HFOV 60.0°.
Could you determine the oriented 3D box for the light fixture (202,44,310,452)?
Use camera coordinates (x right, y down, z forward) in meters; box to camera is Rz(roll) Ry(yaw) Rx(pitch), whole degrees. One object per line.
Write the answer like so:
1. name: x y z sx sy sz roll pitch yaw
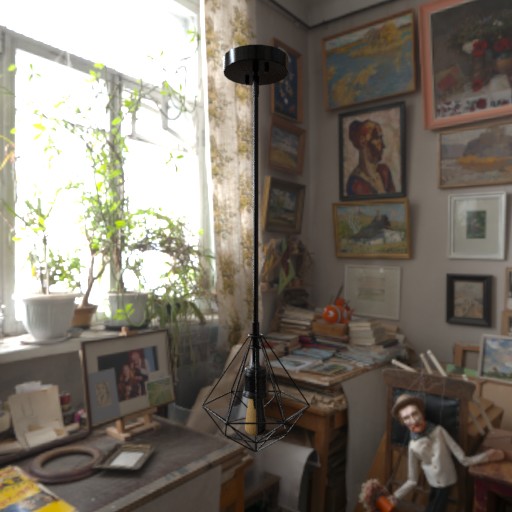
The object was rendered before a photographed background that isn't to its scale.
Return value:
1. light fixture: 0.000 0.000 1.996 0.487 1.764 0.431 0 0 0
